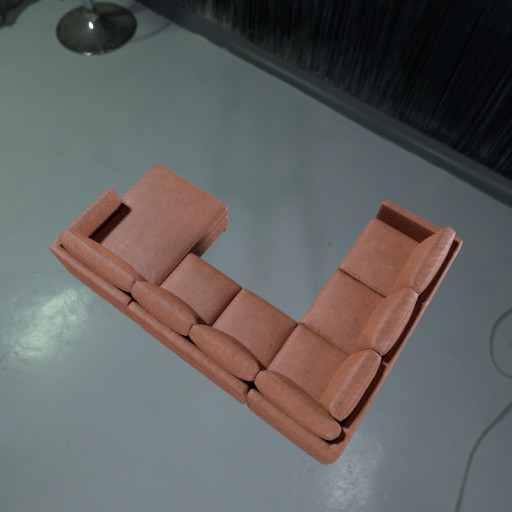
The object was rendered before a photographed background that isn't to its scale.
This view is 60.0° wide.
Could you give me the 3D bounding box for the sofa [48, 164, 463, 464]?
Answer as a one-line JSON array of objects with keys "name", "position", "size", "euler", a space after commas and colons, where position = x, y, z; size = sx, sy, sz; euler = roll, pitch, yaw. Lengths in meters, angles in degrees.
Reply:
[{"name": "sofa", "position": [0.000, 0.000, 4.772], "size": [3.460, 0.923, 2.593], "euler": [33, 68, 15]}]
